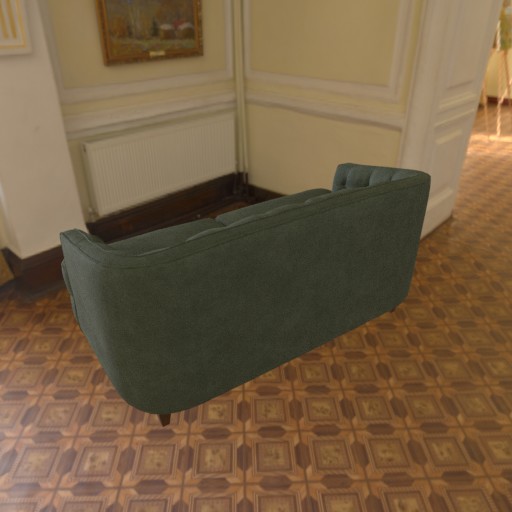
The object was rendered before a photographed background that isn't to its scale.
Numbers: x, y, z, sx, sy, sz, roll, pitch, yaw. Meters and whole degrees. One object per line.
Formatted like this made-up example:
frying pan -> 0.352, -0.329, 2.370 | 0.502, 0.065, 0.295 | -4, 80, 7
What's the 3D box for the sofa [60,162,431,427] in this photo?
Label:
sofa -> 0.000, 0.000, 2.277 | 1.733, 0.855, 0.941 | -19, 35, -29
